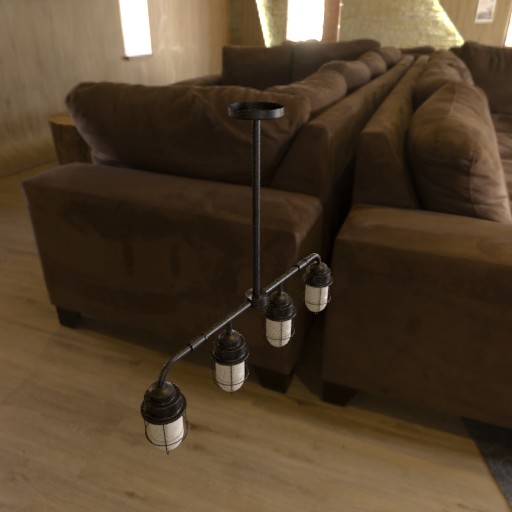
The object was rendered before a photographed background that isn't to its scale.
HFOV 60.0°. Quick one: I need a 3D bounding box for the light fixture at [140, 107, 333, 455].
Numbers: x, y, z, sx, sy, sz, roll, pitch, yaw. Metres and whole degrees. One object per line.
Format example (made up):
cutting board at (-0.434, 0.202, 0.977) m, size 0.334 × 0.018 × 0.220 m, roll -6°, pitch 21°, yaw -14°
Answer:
light fixture at (0.000, 0.000, 1.210) m, size 0.131 × 0.785 × 0.852 m, roll 19°, pitch 33°, yaw 32°
